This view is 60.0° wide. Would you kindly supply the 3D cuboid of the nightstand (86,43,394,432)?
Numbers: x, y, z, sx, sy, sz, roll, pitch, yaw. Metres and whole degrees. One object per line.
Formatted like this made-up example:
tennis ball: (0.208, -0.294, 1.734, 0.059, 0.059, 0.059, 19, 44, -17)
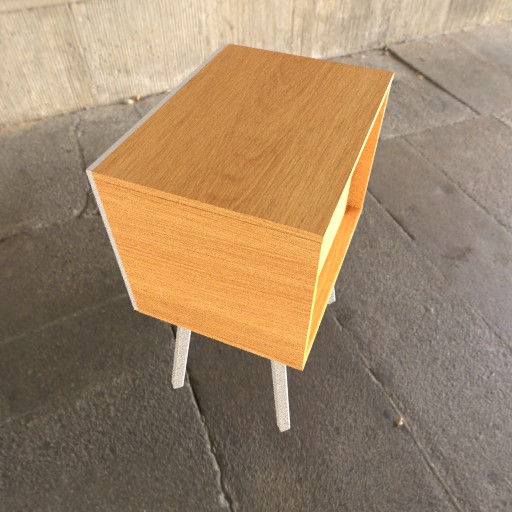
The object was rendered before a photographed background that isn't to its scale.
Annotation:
nightstand: (0.000, 0.000, 0.849, 0.316, 0.601, 0.400, 17, 50, 15)
